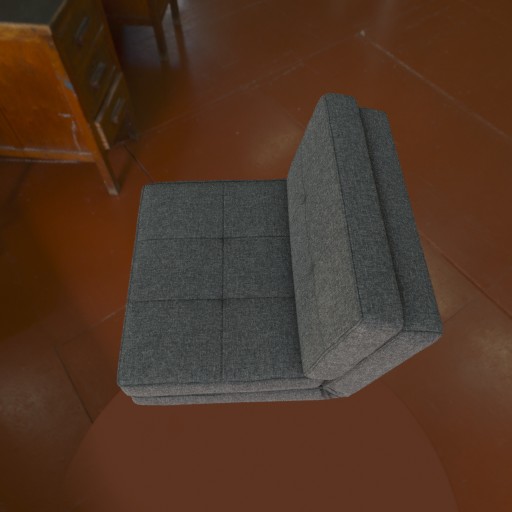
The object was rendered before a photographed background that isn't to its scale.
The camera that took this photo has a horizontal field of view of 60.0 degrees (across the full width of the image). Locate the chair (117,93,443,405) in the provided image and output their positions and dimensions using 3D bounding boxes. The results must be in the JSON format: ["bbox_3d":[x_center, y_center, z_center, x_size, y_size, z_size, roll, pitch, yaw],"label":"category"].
[{"bbox_3d":[0.000,0.000,1.332,0.800,0.615,0.740,-1,59,-1],"label":"chair"}]
